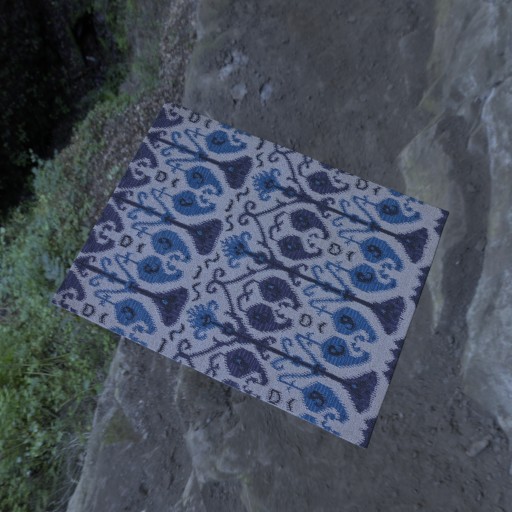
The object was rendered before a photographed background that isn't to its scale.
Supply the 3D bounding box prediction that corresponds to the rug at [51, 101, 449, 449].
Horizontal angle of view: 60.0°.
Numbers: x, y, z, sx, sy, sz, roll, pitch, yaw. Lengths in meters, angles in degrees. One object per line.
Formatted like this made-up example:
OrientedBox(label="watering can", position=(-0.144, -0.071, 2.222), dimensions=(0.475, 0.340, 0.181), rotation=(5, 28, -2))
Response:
OrientedBox(label="rug", position=(0.000, 0.000, 4.371), dimensions=(3.228, 0.024, 2.443), rotation=(23, 76, 6))
